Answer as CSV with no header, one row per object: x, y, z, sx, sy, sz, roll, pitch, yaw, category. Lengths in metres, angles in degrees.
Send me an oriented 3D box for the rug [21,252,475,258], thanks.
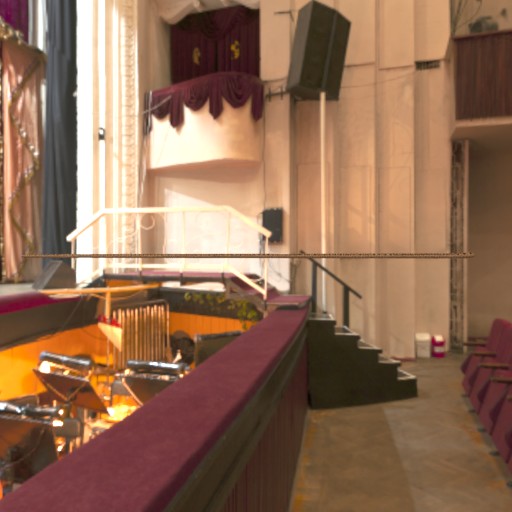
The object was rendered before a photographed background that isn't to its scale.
0.000,0.000,2.982,2.438,0.034,1.521,0,0,17,rug
